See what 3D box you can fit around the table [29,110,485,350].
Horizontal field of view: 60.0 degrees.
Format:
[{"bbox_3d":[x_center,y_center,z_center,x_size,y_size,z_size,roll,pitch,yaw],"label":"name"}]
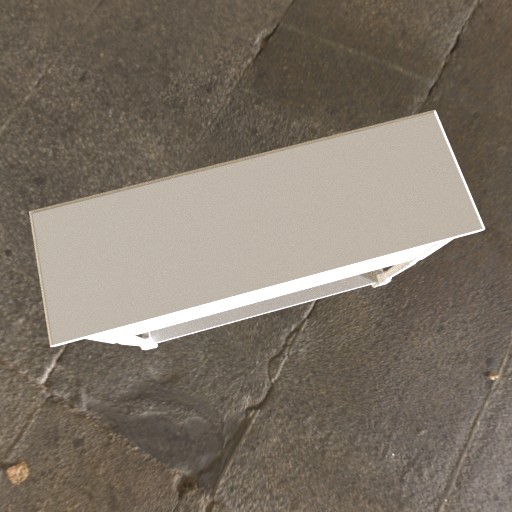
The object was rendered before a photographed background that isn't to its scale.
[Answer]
[{"bbox_3d":[0.000,0.000,1.603,1.197,0.808,0.384,-15,76,-4],"label":"table"}]
